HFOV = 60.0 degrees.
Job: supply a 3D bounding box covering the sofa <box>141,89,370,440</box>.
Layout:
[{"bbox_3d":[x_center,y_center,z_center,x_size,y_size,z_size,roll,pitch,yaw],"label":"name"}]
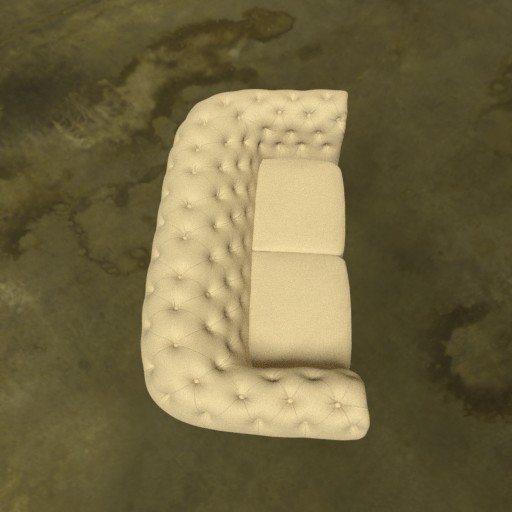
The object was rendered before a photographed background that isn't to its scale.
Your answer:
[{"bbox_3d":[0.000,0.000,2.577,1.069,0.835,1.988,2,63,1],"label":"sofa"}]
